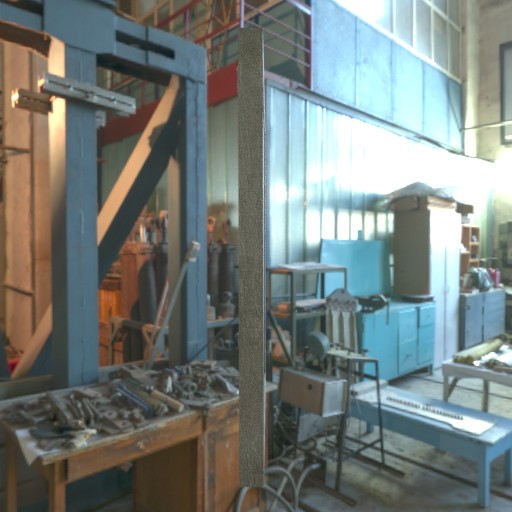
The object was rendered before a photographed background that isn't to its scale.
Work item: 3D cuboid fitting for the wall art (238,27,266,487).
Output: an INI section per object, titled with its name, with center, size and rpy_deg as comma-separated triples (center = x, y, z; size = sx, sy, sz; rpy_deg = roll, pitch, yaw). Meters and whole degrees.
[wall art]
center = 0.000, 0.000, 0.713
size = 0.032, 0.521, 0.421
rpy_deg = 0, 1, 1
